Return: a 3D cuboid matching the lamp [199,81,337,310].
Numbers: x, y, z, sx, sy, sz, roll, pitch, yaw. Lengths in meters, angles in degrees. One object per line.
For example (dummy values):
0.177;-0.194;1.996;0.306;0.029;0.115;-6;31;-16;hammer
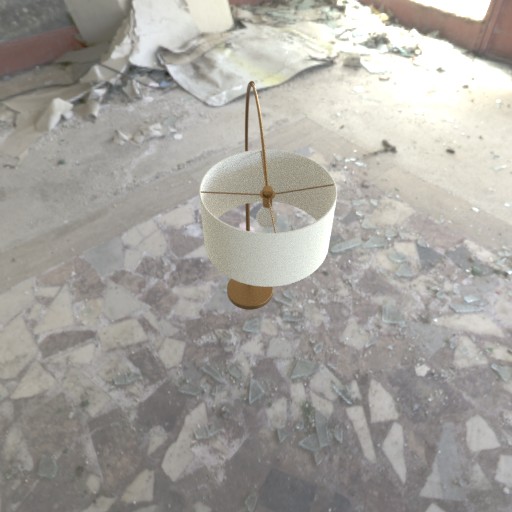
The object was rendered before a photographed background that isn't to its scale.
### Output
0.000;0.000;2.518;0.493;1.927;1.434;-4;46;-4;lamp
